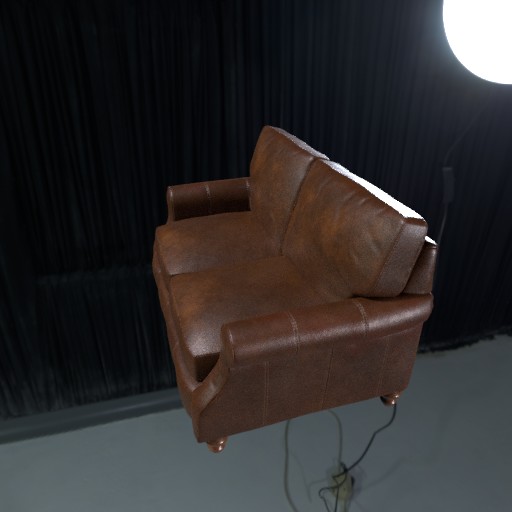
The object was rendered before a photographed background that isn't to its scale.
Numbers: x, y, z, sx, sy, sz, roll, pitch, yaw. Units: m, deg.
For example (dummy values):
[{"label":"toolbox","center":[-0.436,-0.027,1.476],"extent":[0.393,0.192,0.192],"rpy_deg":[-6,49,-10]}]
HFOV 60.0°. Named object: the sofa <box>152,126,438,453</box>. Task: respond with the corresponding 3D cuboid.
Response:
[{"label":"sofa","center":[0.000,0.000,2.247],"extent":[0.990,0.976,1.616],"rpy_deg":[-9,30,-15]}]
